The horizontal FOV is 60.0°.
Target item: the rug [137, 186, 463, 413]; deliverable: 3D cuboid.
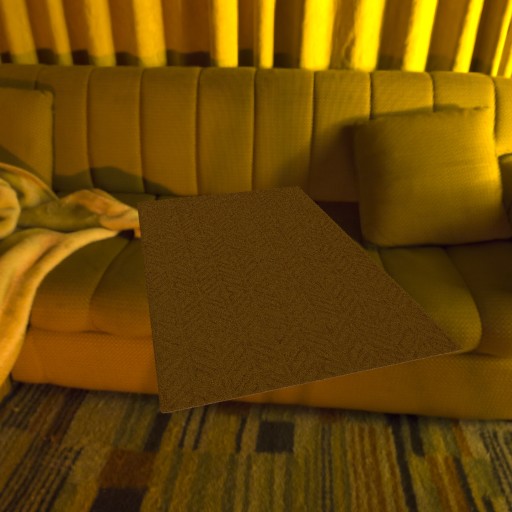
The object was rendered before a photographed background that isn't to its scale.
[{"bbox_3d":[0.000,0.000,3.100,1.523,0.008,2.438,-8,30,-14],"label":"rug"}]
